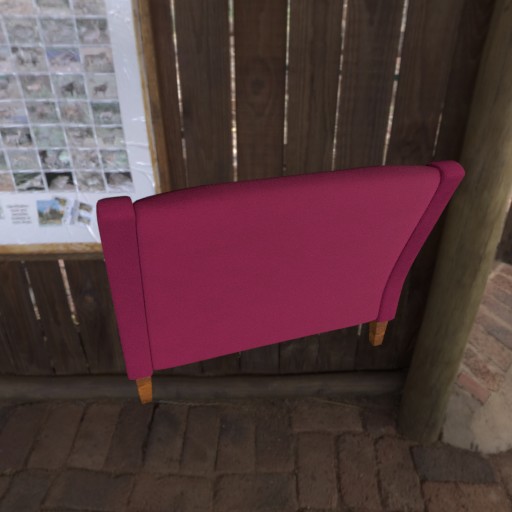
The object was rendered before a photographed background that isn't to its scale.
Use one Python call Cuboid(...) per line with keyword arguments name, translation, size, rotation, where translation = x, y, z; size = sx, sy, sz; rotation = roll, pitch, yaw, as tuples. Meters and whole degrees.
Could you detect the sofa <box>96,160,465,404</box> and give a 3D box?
Cuboid(name="sofa", translation=(0.000, 0.000, 1.969), size=(1.242, 0.976, 0.946), rotation=(-9, 29, -17))
